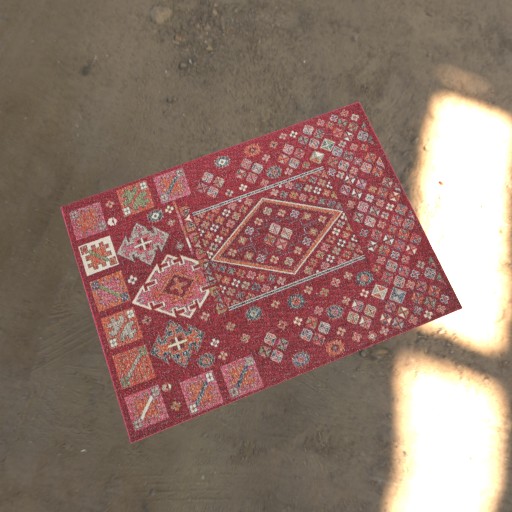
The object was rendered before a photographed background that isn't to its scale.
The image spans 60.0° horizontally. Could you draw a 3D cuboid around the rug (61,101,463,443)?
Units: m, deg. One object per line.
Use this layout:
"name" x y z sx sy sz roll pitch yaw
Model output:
"rug" 0.000 0.000 4.343 3.306 0.011 2.389 -21 77 -5
